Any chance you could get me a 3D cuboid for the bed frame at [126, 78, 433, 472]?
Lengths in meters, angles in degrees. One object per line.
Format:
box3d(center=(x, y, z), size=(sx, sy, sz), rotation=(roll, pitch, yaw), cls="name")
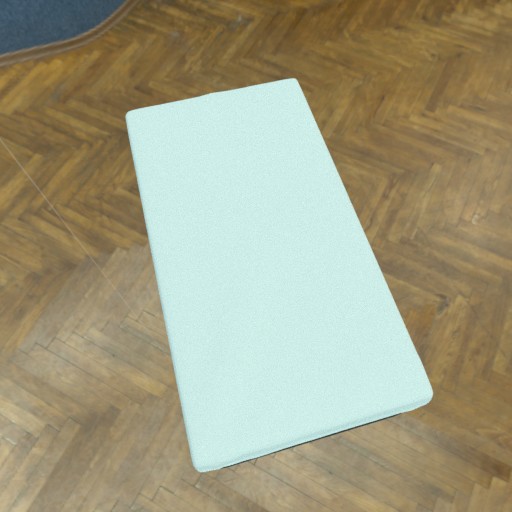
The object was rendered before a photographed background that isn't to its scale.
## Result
box3d(center=(0.000, 0.000, 2.377), size=(1.025, 0.640, 1.908), rotation=(-14, 65, -7), cls="bed frame")
